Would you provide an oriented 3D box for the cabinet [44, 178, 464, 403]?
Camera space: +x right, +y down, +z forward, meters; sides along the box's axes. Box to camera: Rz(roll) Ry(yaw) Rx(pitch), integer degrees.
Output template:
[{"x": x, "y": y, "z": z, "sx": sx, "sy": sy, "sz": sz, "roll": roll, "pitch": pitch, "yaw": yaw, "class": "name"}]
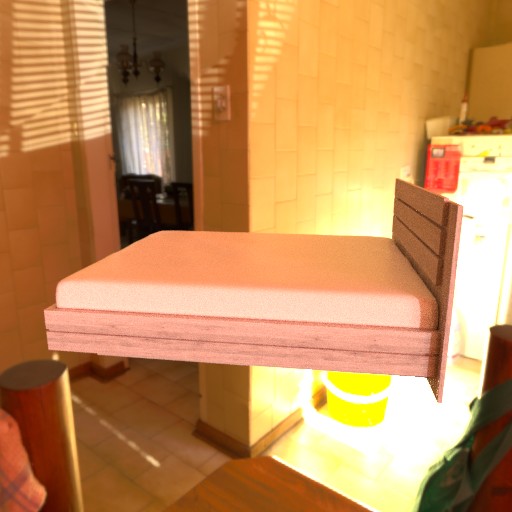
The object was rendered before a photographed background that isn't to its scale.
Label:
[{"x": 0.000, "y": 0.000, "z": 3.013, "sx": 2.080, "sy": 0.970, "sz": 1.750, "roll": 2, "pitch": 14, "yaw": 8, "class": "cabinet"}]
